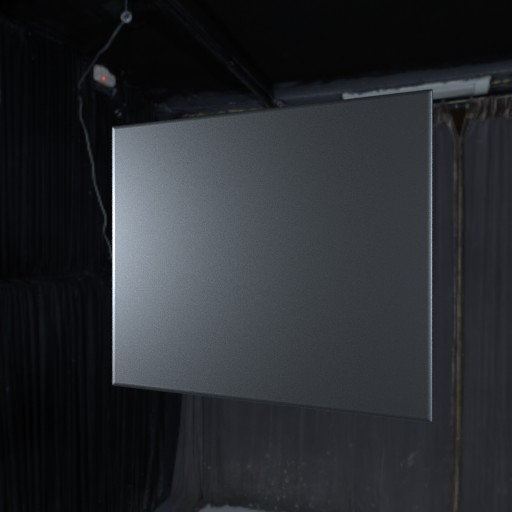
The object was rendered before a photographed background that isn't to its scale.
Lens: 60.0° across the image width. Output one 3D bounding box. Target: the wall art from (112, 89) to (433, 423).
[{"bbox_3d":[0.000,0.000,0.514,0.380,0.330,0.028,0,0,20],"label":"wall art"}]
